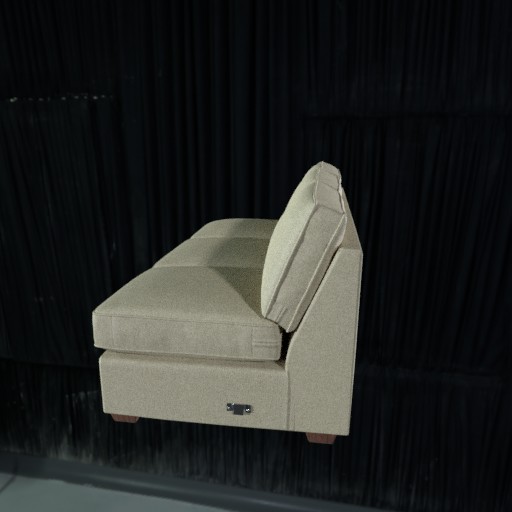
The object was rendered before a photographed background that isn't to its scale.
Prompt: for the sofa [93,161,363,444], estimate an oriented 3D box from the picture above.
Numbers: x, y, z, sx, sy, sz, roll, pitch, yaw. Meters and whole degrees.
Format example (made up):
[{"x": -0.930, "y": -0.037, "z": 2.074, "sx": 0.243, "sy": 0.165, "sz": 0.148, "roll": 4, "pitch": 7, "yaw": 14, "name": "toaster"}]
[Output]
[{"x": 0.000, "y": 0.000, "z": 2.543, "sx": 1.027, "sy": 0.973, "sz": 1.962, "roll": 2, "pitch": 15, "yaw": 8, "name": "sofa"}]
